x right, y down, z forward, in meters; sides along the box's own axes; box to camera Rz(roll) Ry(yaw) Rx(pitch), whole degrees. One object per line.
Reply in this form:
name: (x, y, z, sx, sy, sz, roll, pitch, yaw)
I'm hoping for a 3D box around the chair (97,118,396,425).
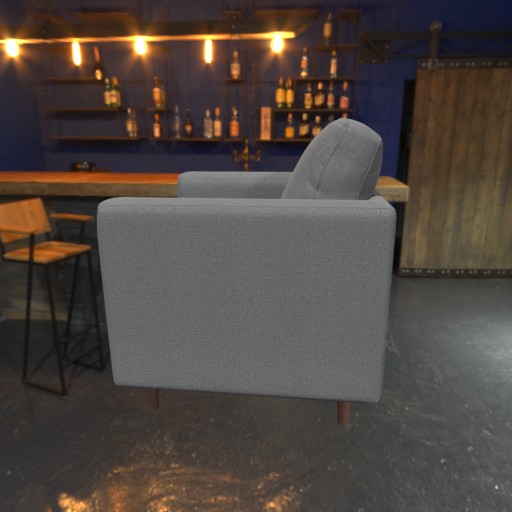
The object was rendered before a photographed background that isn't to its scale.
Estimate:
chair: (0.000, 0.000, 1.564, 0.800, 0.927, 0.854, 2, 16, 7)
